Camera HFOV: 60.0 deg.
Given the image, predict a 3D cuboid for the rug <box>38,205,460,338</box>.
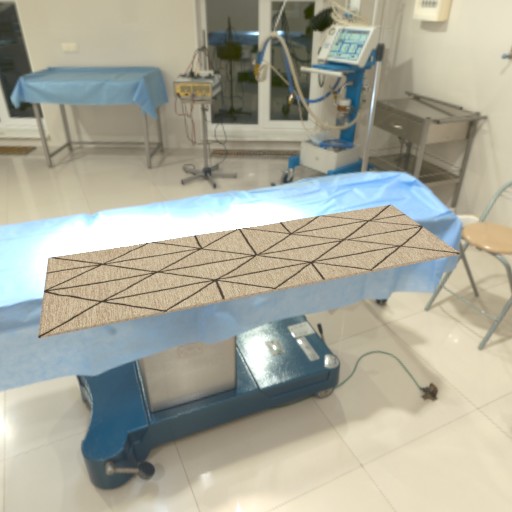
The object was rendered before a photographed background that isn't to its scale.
[{"bbox_3d":[0.000,0.000,2.744,2.438,0.012,0.762,-10,33,-16],"label":"rug"}]
